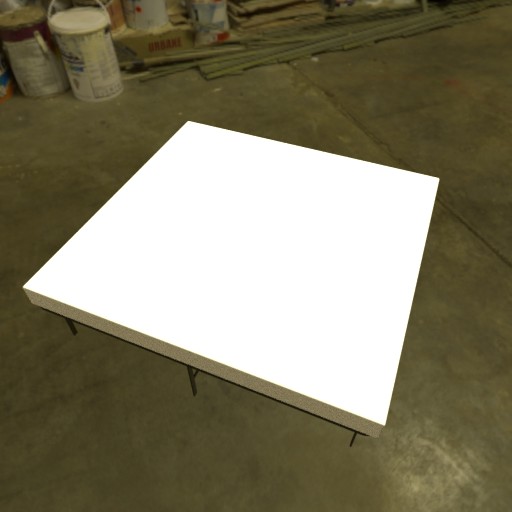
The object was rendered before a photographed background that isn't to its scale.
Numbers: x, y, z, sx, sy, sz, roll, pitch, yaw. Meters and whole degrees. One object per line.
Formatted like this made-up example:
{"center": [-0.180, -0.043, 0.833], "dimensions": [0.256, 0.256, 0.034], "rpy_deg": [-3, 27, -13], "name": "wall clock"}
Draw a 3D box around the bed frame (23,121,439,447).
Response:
{"center": [0.000, 0.000, 3.024], "dimensions": [2.032, 0.559, 1.930], "rpy_deg": [17, 49, 15], "name": "bed frame"}
